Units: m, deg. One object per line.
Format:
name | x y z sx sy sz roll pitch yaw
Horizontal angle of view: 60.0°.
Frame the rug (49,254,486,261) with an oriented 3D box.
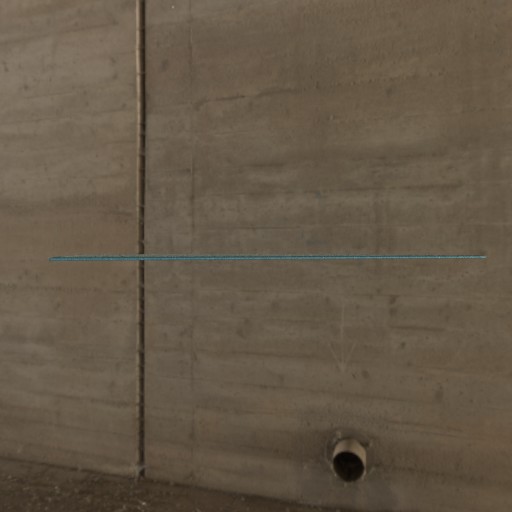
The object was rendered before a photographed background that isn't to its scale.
rug | 0.000 0.000 2.329 1.833 0.012 1.211 0 1 -18
